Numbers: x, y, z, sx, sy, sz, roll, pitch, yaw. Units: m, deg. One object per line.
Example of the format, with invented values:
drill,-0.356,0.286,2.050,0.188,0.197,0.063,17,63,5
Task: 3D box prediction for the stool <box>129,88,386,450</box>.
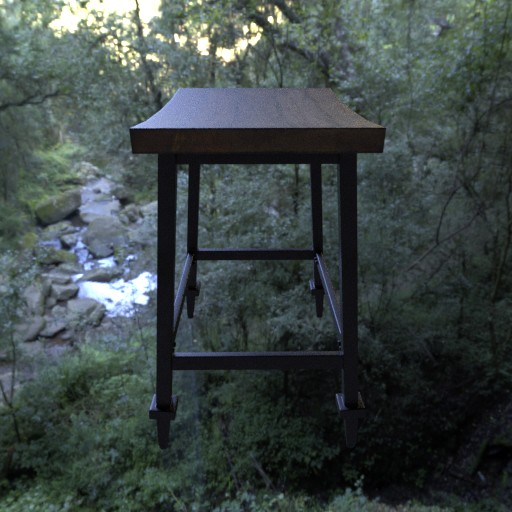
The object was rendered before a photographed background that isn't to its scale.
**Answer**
stool,0.000,0.000,0.947,0.405,0.625,0.486,0,27,-1
